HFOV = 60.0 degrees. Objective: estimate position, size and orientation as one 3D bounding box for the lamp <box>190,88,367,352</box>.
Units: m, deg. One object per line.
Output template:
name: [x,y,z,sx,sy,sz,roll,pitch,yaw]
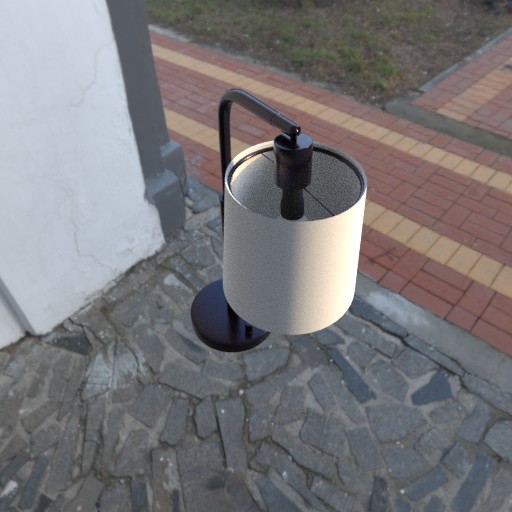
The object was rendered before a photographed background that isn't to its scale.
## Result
lamp: [0.000,0.000,0.647,0.171,0.489,0.333,-24,50,-22]
